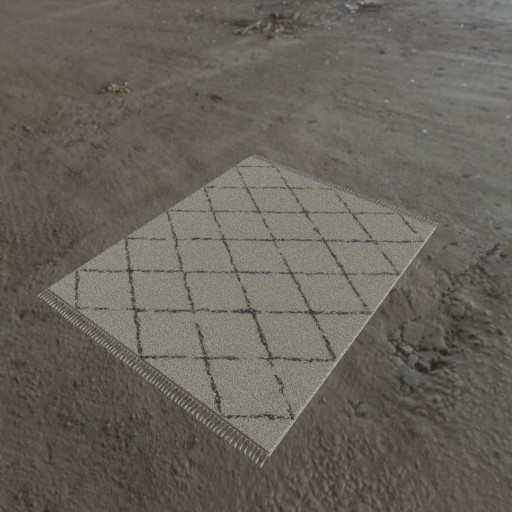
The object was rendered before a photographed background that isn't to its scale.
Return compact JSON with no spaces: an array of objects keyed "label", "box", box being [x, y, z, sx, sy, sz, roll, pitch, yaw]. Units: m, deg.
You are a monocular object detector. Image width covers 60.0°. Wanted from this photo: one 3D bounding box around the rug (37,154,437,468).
[{"label":"rug","box":[0.000,0.000,4.142,2.380,0.013,3.051,27,48,27]}]
